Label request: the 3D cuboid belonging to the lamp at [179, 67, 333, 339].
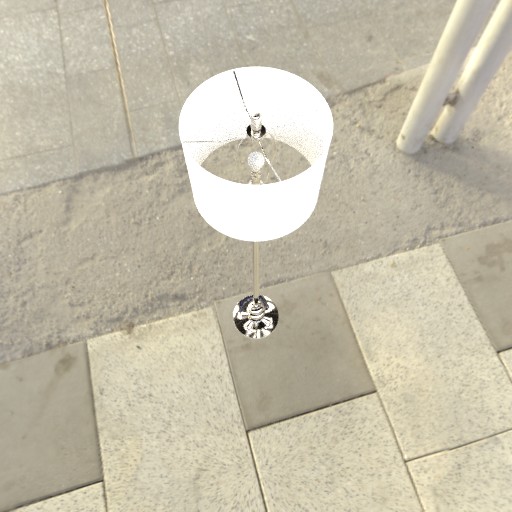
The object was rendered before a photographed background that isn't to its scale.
[{"bbox_3d":[0.000,0.000,1.673,0.356,1.487,0.356,-16,65,-8],"label":"lamp"}]
